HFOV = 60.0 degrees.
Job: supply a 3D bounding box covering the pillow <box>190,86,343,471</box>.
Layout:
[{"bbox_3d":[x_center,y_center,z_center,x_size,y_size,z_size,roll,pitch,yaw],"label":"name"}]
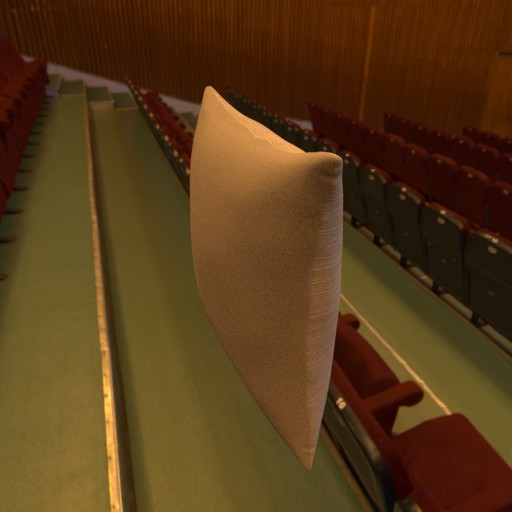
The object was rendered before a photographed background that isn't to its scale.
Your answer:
[{"bbox_3d":[0.000,0.000,0.772,0.204,0.497,0.512,-10,31,-17],"label":"pillow"}]
